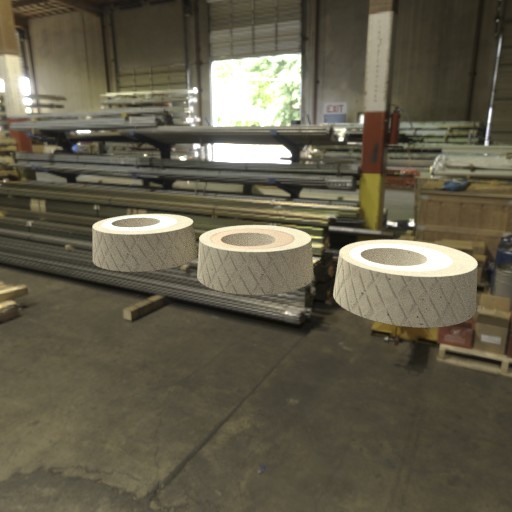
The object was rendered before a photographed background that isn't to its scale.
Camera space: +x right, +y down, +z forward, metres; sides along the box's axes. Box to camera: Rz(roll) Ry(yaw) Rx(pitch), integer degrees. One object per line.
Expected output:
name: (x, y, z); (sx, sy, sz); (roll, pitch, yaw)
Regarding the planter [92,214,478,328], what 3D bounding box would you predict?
planter: (0.000, 0.000, 0.430); (0.390, 0.038, 0.114); (8, 18, 26)
